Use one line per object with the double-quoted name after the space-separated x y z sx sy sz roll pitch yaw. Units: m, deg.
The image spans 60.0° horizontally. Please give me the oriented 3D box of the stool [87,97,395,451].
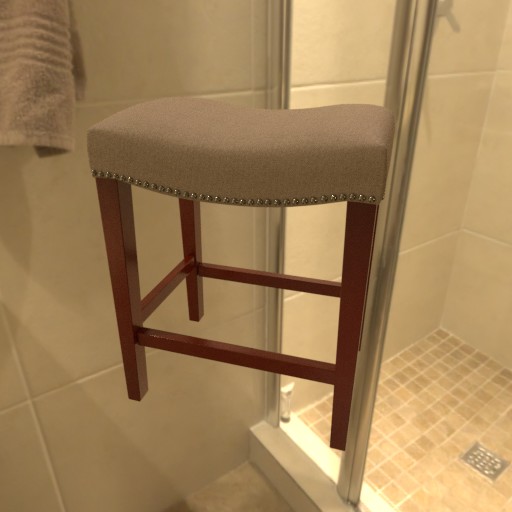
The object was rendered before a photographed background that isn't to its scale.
0.000 0.000 0.967 0.509 0.632 0.375 8 27 15 "stool"
